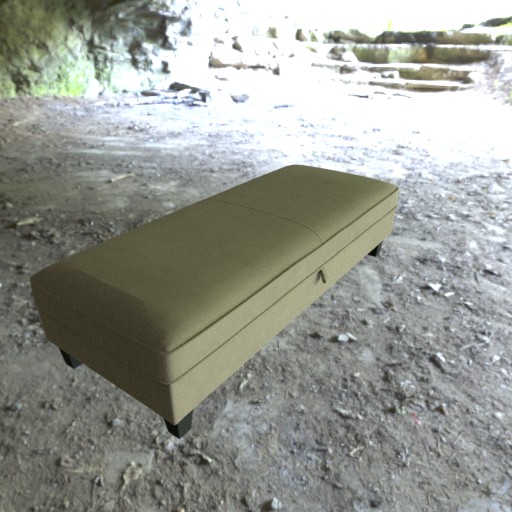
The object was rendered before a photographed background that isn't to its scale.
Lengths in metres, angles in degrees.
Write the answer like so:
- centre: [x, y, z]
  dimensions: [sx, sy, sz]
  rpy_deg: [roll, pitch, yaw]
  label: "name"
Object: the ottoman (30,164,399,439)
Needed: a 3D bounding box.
- centre: [0.000, 0.000, 2.018]
  dimensions: [0.735, 0.460, 1.726]
  rpy_deg: [19, 33, 32]
  label: "ottoman"
